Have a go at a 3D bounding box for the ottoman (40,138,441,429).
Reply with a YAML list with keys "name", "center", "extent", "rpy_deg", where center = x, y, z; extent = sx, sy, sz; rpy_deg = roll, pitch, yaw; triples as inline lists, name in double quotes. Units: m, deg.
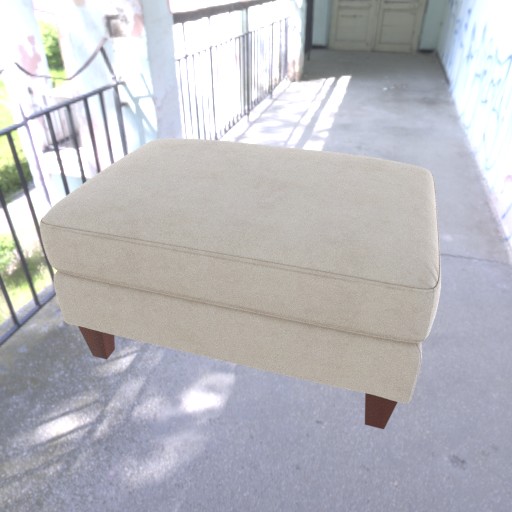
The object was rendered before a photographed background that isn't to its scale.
- name: "ottoman"
  center: [0.000, 0.000, 1.179]
  extent: [0.864, 0.483, 0.584]
  rpy_deg: [10, 35, 14]
